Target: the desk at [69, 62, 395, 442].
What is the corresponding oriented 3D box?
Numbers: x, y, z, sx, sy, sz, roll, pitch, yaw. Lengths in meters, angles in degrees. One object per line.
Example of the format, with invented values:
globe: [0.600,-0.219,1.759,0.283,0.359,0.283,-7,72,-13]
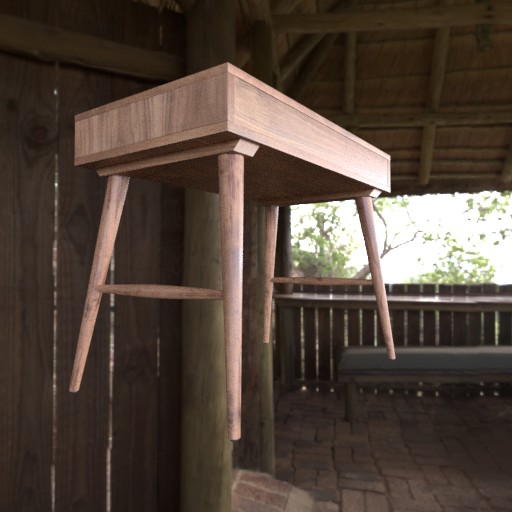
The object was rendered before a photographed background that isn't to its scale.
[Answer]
desk: [0.000,0.000,1.429,0.588,0.758,0.949,-1,-1,36]
